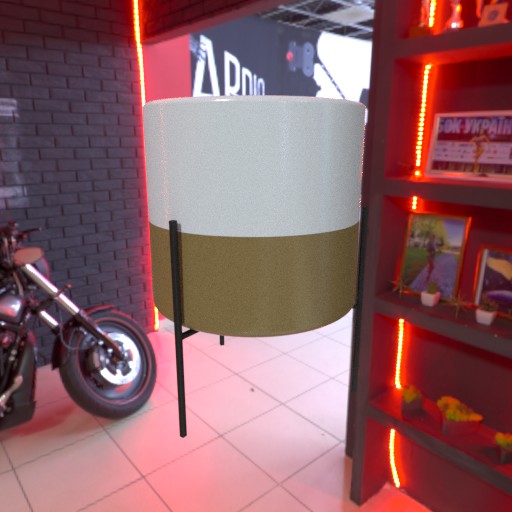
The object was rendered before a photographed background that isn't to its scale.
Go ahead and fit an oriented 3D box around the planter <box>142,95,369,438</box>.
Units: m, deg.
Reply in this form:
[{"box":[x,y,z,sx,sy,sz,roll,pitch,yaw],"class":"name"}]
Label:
[{"box":[0.000,0.000,0.669,0.310,0.432,0.310,-2,15,-8],"class":"planter"}]
